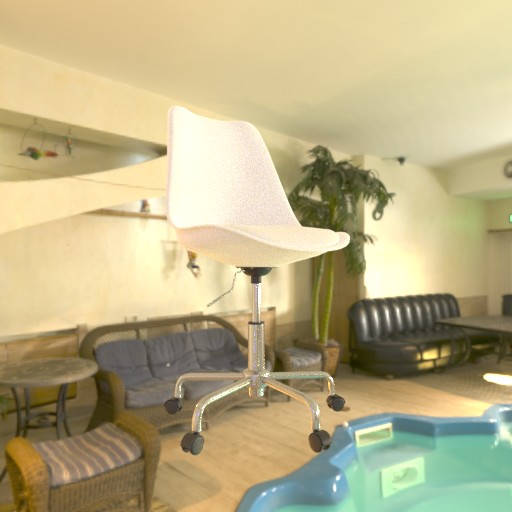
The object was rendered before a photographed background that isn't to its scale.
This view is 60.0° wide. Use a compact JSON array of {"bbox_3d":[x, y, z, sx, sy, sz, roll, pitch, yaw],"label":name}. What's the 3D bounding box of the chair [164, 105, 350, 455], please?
[{"bbox_3d":[0.000,0.000,1.257,0.550,0.930,0.550,1,-1,-37],"label":"chair"}]
